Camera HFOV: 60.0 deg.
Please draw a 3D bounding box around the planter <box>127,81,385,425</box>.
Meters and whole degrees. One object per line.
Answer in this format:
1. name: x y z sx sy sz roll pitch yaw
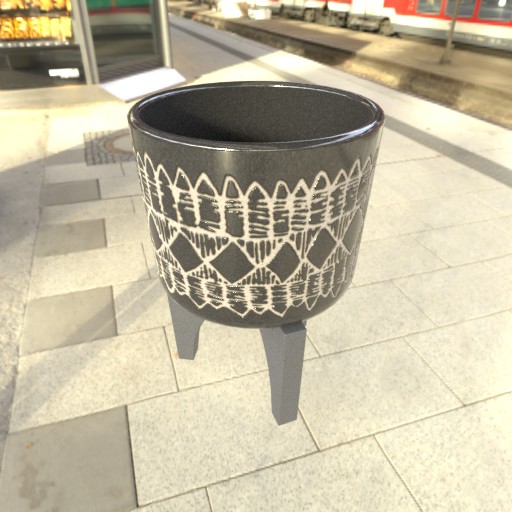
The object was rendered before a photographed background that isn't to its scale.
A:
1. planter: 0.000 0.000 0.535 0.251 0.355 0.251 -11 34 -17
